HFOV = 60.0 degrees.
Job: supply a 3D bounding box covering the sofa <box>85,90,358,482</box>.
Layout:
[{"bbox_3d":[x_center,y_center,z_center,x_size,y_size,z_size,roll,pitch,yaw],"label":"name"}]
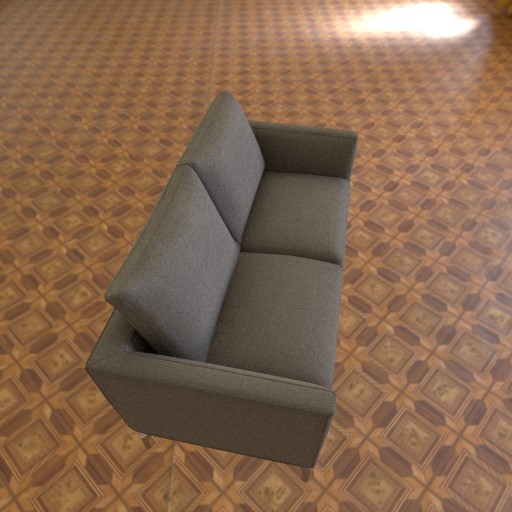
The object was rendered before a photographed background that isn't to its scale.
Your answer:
[{"bbox_3d":[0.000,0.000,2.032,0.803,0.924,1.594,8,47,8],"label":"sofa"}]
